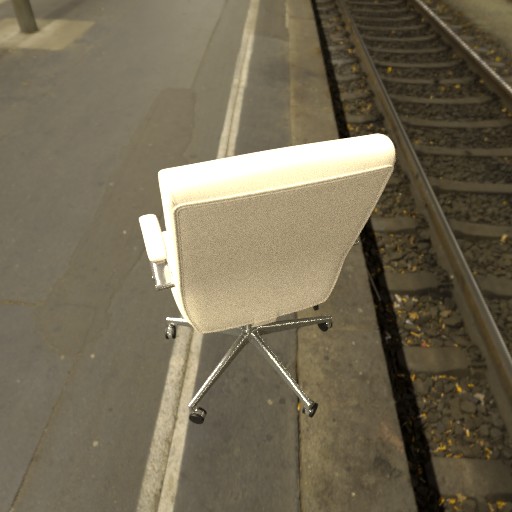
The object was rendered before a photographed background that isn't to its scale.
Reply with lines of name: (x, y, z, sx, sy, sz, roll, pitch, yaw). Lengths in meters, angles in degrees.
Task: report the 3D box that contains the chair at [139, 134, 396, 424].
chair: (0.000, 0.000, 1.565, 0.727, 1.099, 0.745, -13, 43, -14)
